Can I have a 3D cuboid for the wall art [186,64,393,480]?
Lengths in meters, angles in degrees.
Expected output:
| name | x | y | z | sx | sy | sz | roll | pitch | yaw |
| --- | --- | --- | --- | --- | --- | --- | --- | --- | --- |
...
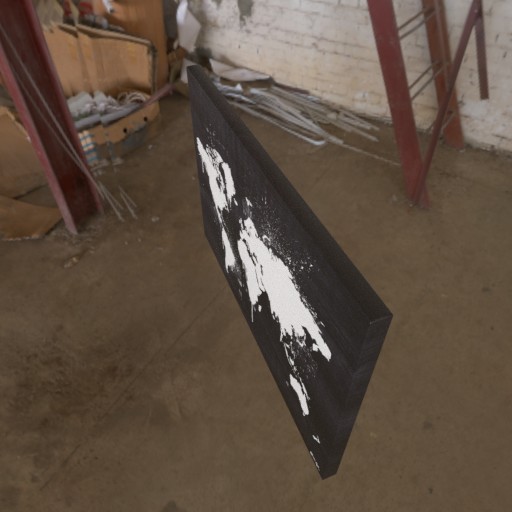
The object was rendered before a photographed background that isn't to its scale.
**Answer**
| name | x | y | z | sx | sy | sz | roll | pitch | yaw |
| --- | --- | --- | --- | --- | --- | --- | --- | --- | --- |
| wall art | 0.000 | 0.000 | 1.112 | 0.038 | 0.612 | 0.912 | -16 | 47 | -15 |
